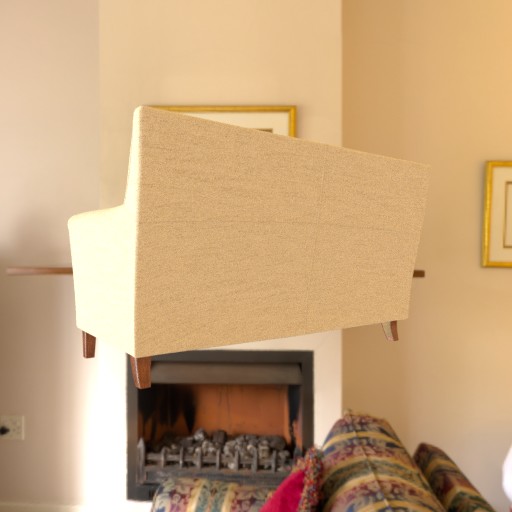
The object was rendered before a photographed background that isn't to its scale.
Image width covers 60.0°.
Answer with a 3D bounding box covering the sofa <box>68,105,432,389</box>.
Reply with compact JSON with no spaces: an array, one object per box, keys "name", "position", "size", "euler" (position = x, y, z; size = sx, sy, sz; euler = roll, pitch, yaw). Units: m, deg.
[{"name":"sofa","position":[0.000,0.000,2.065],"size":[1.482,0.892,0.891],"euler":[0,0,-36]}]
